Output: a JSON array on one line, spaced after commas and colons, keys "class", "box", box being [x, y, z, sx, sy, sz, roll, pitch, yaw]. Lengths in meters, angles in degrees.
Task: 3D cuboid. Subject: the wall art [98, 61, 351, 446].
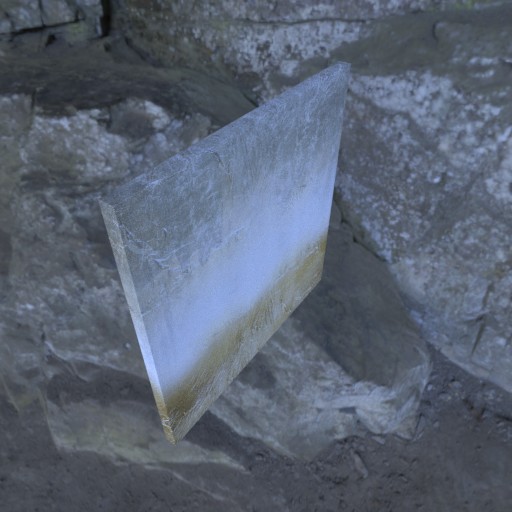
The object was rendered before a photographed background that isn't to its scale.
[{"class": "wall art", "box": [0.000, 0.000, 1.637, 0.051, 1.091, 1.092, 26, 48, 26]}]
